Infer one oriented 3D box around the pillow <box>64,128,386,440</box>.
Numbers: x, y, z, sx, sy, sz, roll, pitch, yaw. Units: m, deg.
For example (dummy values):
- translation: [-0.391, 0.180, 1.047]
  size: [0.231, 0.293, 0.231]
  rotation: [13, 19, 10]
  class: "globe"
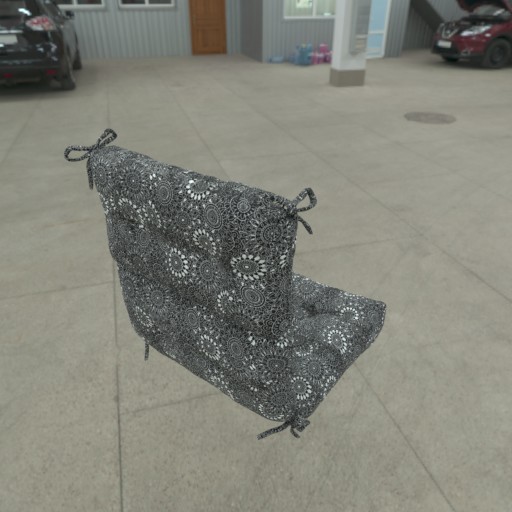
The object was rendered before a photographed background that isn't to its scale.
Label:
- translation: [0.000, 0.000, 1.034]
  size: [0.519, 0.605, 0.571]
  rotation: [22, 37, 32]
  class: "pillow"
